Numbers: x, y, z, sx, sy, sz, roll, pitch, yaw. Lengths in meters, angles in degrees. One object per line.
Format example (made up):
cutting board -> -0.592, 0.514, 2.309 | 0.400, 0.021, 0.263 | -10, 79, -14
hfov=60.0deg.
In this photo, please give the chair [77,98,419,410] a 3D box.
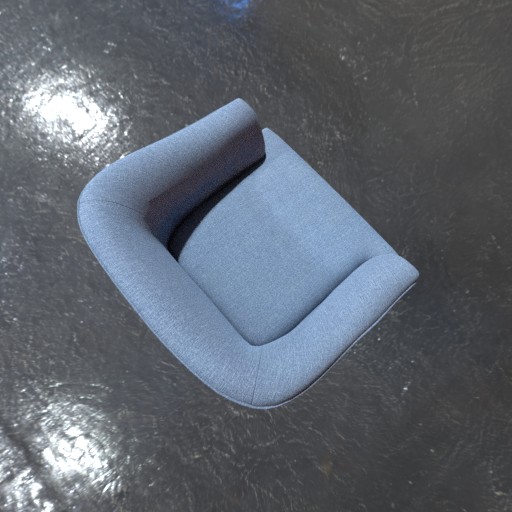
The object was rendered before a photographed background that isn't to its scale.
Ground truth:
chair -> 0.000, 0.000, 1.405 | 0.704, 0.815, 0.772 | -41, 78, -10
